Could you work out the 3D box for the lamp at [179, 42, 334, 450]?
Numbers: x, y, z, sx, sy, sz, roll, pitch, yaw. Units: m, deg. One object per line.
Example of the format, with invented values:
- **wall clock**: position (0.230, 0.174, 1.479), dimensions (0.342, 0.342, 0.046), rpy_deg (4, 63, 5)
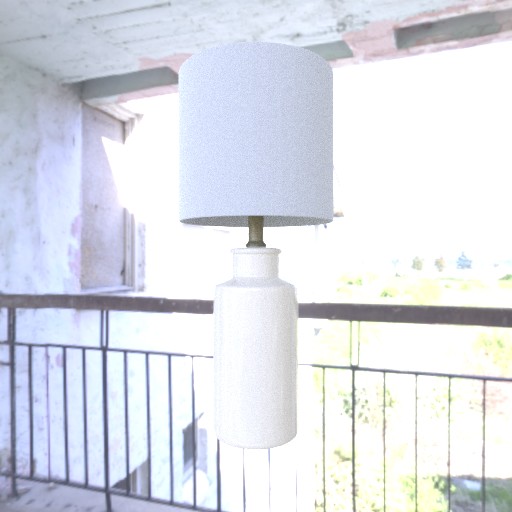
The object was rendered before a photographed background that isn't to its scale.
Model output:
- **lamp**: position (0.000, 0.000, 0.615), dimensions (0.212, 0.493, 0.212), rpy_deg (0, 0, 19)
